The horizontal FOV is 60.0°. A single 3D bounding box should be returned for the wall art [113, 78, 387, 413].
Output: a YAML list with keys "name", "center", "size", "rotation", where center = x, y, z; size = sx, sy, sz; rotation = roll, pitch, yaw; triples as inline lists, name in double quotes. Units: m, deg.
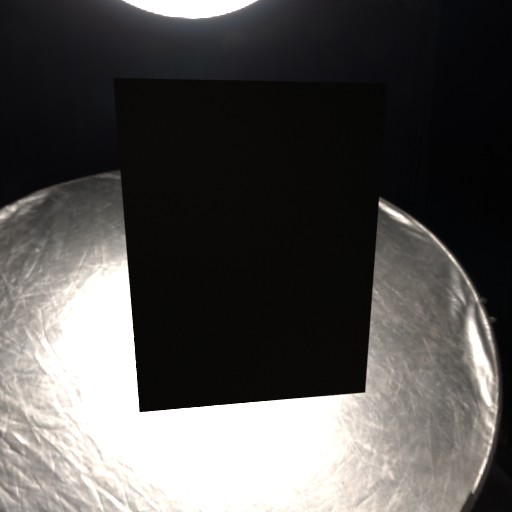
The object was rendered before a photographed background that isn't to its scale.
- name: "wall art"
  center: [0.000, 0.000, 0.788]
  size: [0.442, 0.582, 0.013]
  rotation: [-2, 15, -8]
